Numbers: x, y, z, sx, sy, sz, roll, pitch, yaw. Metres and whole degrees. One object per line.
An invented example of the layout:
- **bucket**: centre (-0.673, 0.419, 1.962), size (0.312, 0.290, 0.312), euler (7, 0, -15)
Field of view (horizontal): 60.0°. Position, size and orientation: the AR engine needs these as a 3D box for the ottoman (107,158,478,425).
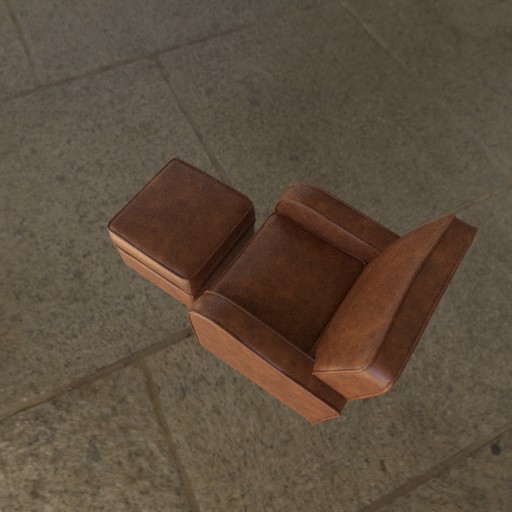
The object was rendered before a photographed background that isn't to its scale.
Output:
- **ottoman**: centre (0.000, 0.000, 1.838), size (1.314, 0.904, 0.732), euler (31, 67, 15)
